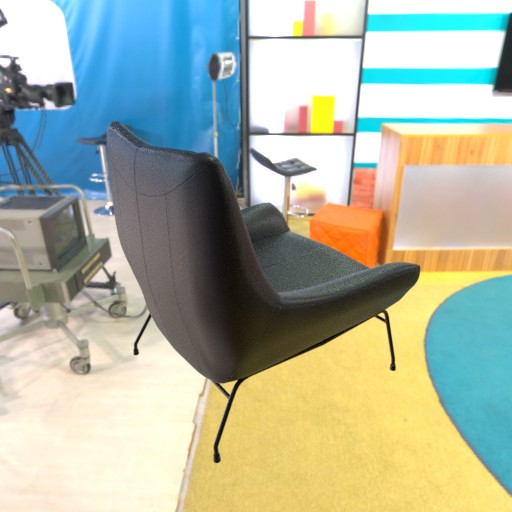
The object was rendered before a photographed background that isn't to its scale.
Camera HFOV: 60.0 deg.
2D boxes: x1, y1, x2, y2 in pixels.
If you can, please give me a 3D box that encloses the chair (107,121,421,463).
[{"bbox_3d":[0.000,0.000,1.587,0.826,0.922,0.836,-17,30,-32],"label":"chair"}]
